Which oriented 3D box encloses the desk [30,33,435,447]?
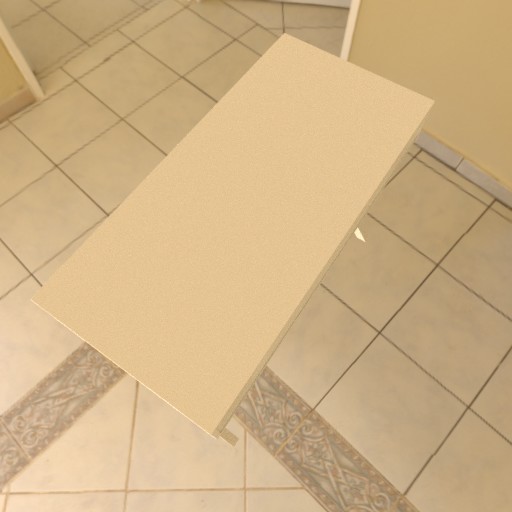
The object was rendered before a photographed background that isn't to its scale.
[{"bbox_3d":[0.000,0.000,1.471,0.509,0.780,1.059,32,68,14],"label":"desk"}]
